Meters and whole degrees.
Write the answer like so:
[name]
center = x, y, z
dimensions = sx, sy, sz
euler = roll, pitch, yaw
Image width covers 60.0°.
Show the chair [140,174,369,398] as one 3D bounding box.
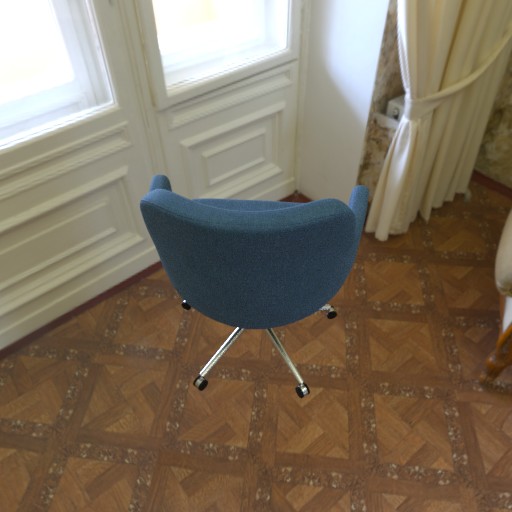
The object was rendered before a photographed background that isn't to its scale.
[chair]
center = 0.000, 0.000, 1.267
dimensions = 0.599, 0.820, 0.655
euler = 4, 46, 4
